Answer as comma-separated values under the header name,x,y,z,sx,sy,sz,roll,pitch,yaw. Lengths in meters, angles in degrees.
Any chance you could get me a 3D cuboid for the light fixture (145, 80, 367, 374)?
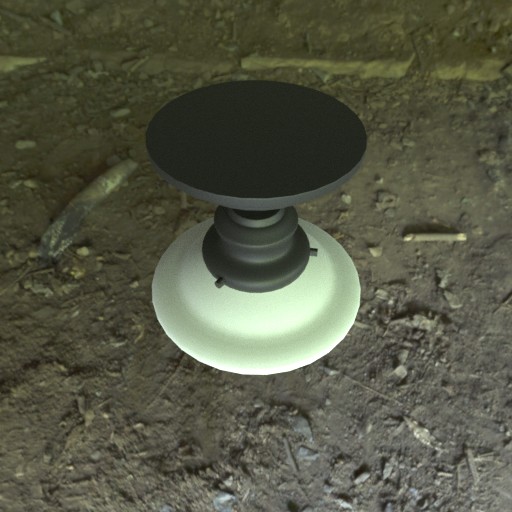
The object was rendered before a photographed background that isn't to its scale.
name,x,y,z,sx,sy,sz,roll,pitch,yaw
light fixture,0.000,0.000,0.398,0.197,0.254,0.197,0,46,0
